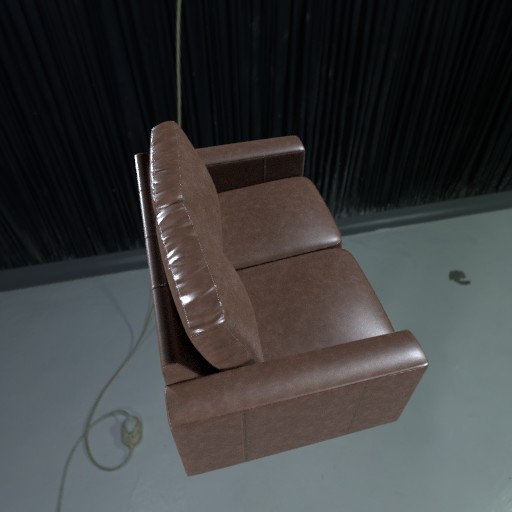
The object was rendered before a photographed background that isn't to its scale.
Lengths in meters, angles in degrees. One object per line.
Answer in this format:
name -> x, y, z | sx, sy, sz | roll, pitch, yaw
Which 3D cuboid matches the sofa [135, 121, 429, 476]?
sofa -> 0.000, 0.000, 2.185 | 1.016, 0.873, 1.616 | -11, 48, -10
